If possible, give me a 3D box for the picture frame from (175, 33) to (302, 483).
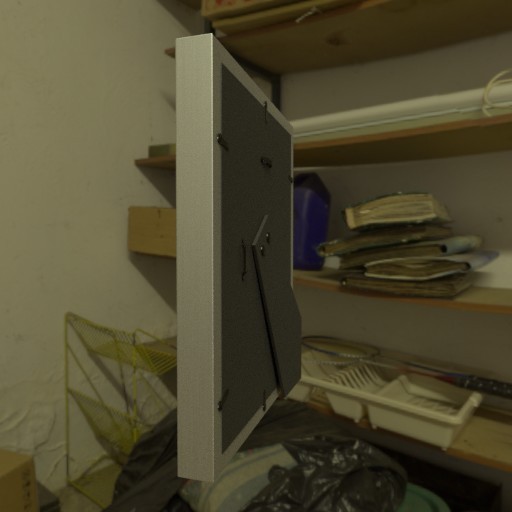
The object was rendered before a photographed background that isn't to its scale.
[{"bbox_3d":[0.000,0.000,0.391,0.036,0.282,0.233,1,2,17],"label":"picture frame"}]
